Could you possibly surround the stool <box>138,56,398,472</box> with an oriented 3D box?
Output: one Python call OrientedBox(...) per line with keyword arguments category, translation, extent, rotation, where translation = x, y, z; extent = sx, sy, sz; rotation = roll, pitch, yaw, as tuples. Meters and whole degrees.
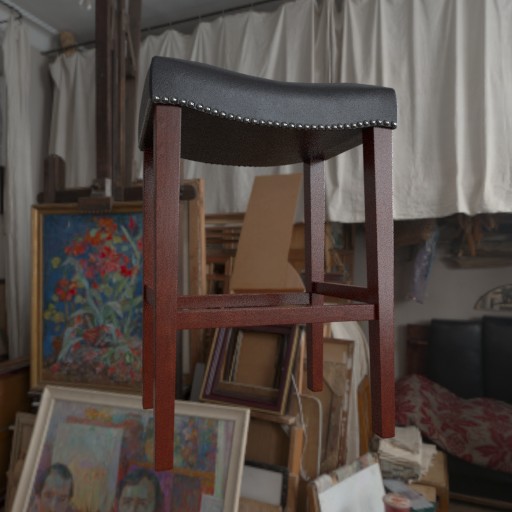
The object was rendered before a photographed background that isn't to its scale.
OrientedBox(category="stool", translation=(0.000, 0.000, 1.004), extent=(0.504, 0.742, 0.372), rotation=(0, 0, -18))
